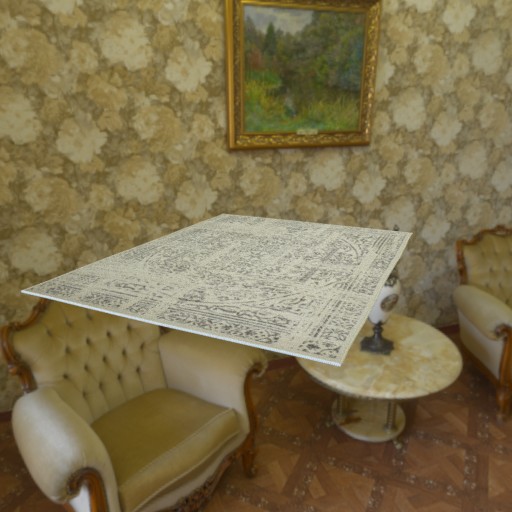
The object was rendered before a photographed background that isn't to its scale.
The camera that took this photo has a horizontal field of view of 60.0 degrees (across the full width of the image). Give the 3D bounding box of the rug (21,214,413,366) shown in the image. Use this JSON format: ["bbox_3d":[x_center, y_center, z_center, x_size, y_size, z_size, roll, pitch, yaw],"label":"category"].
[{"bbox_3d":[0.000,0.000,3.907,2.311,0.032,2.921,8,19,24],"label":"rug"}]
